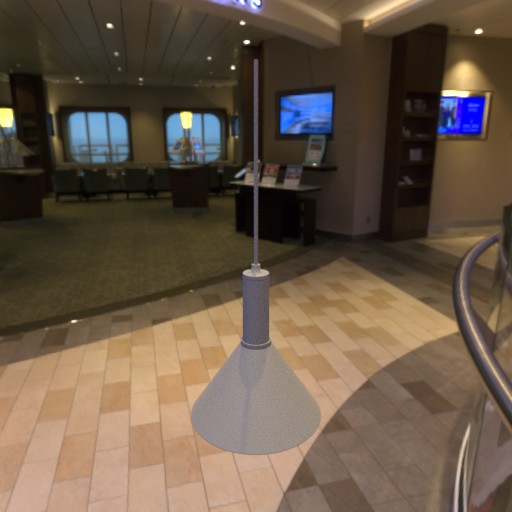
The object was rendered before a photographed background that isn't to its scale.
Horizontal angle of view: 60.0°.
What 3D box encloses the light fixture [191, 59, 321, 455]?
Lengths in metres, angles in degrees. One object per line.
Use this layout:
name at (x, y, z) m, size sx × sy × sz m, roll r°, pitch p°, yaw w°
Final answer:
light fixture at (0.000, 0.000, 0.832) m, size 0.267 × 0.683 × 0.267 m, roll 8°, pitch 17°, yaw 28°
